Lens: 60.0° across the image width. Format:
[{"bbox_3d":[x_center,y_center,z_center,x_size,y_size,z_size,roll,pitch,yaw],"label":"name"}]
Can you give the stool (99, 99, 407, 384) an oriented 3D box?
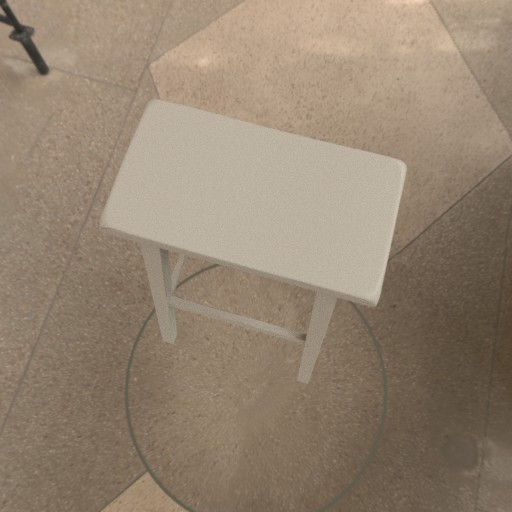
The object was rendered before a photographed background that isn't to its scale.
[{"bbox_3d":[0.000,0.000,1.050,0.457,0.737,0.476,15,75,4],"label":"stool"}]
